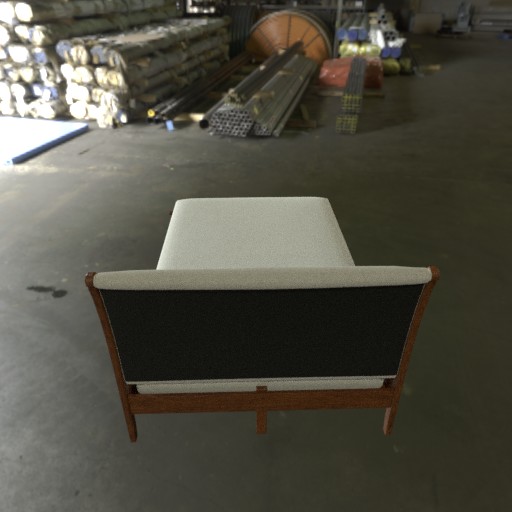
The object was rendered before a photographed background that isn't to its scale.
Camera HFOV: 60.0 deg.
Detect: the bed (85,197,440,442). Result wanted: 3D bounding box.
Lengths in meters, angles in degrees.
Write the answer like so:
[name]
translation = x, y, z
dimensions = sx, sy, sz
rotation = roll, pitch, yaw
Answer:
[bed]
translation = 0.000, 0.000, 3.240
dimensions = 1.612, 1.250, 2.380
rotation = -1, 32, -2
